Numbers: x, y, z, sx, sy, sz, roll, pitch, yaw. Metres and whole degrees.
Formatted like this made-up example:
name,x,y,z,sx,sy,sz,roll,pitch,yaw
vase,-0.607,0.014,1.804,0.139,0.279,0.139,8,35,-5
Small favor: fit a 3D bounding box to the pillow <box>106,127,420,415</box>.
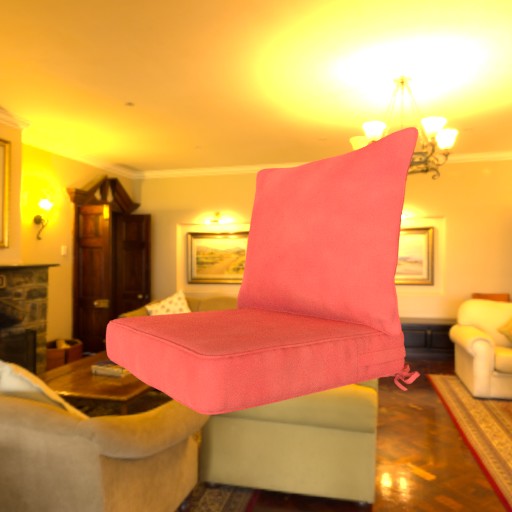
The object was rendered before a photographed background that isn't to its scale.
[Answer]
name,x,y,z,sx,sy,sz,roll,pitch,yaw
pillow,0.000,0.000,1.372,0.733,0.725,0.798,0,-1,-35
